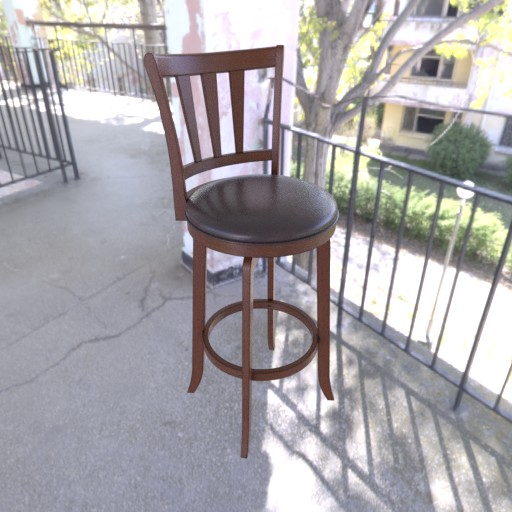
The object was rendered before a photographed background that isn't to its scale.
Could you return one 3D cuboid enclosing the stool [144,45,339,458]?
[{"bbox_3d":[0.000,0.000,1.405,0.464,1.177,0.503,-20,35,-32],"label":"stool"}]
